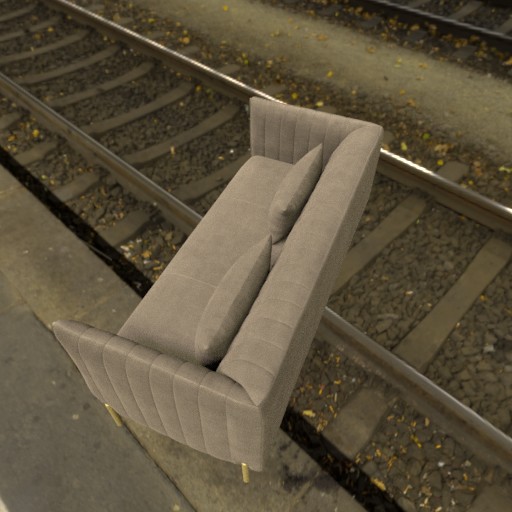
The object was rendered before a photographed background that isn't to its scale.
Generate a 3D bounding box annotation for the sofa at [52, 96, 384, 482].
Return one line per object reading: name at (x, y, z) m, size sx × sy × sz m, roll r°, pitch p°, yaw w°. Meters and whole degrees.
sofa at (0.000, 0.000, 2.408) m, size 0.876 × 0.780 × 1.980 m, roll 17°, pitch 50°, yaw 15°
